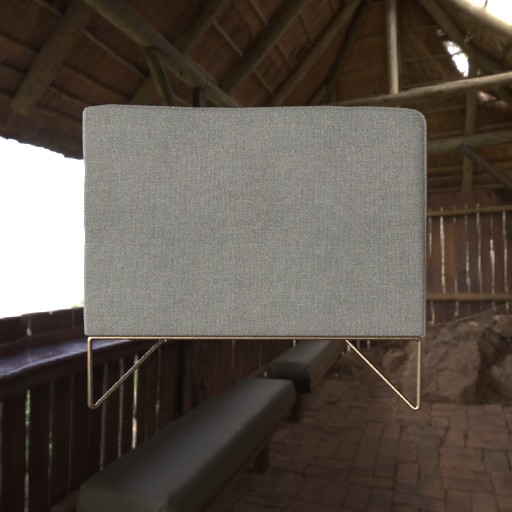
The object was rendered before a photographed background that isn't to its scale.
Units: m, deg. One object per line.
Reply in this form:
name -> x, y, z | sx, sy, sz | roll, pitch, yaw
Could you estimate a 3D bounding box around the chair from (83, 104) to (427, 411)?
chair -> 0.000, 0.000, 1.592 | 0.912, 0.799, 0.920 | 0, 0, 1
